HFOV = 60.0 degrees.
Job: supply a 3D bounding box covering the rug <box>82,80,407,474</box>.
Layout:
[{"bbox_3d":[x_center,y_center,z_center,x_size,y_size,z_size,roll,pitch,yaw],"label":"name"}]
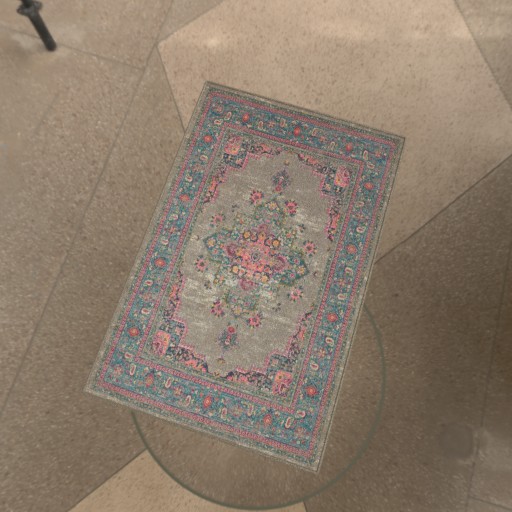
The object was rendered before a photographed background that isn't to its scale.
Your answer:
[{"bbox_3d":[0.000,0.000,2.216,1.144,0.014,1.748,17,77,4],"label":"rug"}]
